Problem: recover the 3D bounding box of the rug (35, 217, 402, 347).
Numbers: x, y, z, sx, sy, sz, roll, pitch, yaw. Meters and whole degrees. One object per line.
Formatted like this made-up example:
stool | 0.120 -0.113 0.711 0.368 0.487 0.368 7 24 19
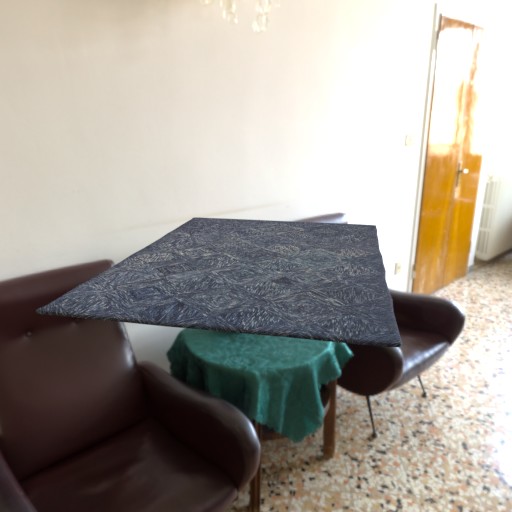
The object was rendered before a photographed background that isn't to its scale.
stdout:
rug | 0.000 0.000 4.239 2.385 0.024 3.245 3 17 11
